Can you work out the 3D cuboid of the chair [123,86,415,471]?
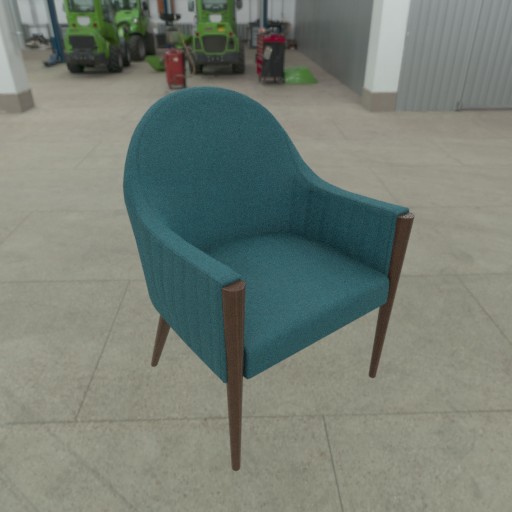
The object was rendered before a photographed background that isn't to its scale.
[{"bbox_3d":[0.000,0.000,1.365,0.656,0.907,0.652,-21,36,-32],"label":"chair"}]
